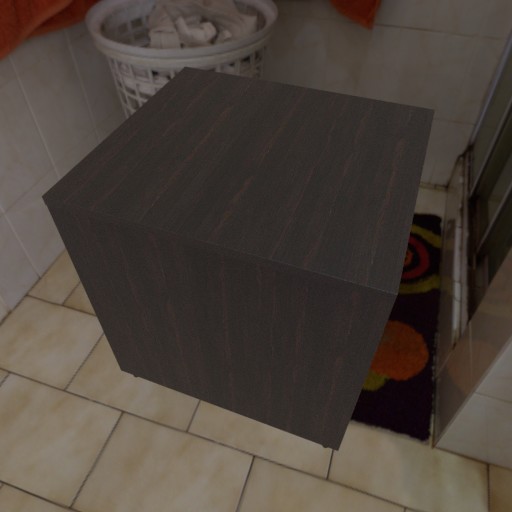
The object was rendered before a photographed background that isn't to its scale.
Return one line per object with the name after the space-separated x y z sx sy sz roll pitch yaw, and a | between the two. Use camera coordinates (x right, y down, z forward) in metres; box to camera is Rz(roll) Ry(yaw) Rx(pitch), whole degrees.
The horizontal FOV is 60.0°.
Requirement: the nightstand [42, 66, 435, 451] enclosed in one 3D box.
0.000 0.000 0.805 0.461 0.460 0.400 15 49 14 | nightstand
